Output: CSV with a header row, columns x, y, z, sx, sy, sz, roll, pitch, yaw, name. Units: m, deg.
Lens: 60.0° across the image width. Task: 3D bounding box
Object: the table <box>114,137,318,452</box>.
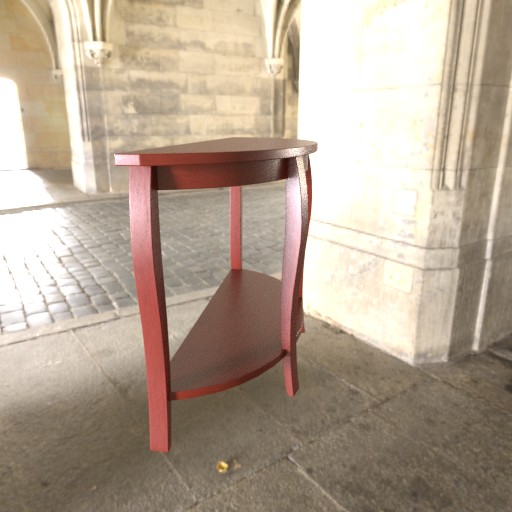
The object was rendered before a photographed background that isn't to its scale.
x,y,z,sx,sy,sz,roll,pitch,yaw,name
0.000,0.000,1.571,0.405,0.779,1.219,2,17,8,table
